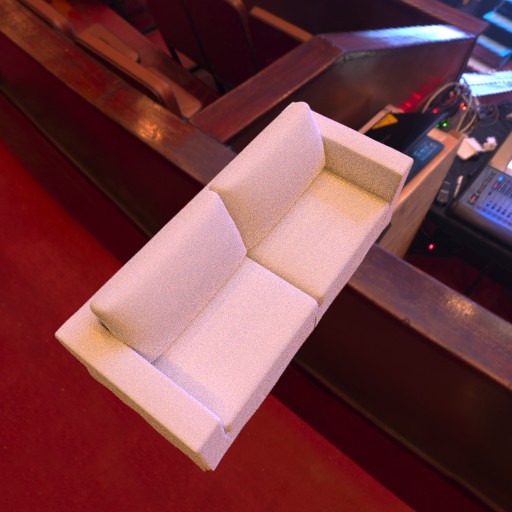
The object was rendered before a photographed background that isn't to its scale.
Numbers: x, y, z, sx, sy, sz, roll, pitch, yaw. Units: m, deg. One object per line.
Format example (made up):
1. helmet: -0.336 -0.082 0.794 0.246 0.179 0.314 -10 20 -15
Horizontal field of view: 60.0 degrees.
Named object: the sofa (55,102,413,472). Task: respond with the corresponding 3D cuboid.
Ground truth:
1. sofa: 0.000 0.000 2.674 0.954 0.881 2.163 32 64 18
